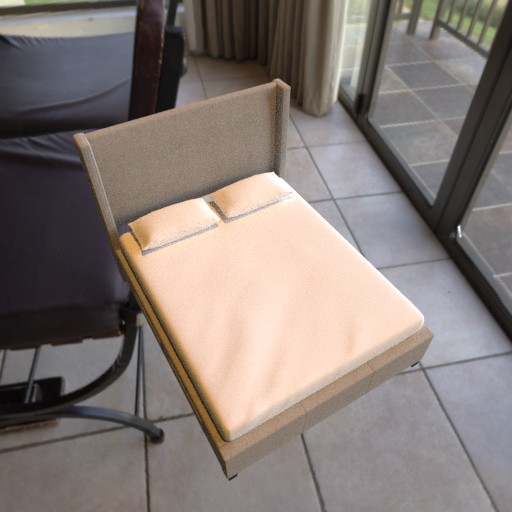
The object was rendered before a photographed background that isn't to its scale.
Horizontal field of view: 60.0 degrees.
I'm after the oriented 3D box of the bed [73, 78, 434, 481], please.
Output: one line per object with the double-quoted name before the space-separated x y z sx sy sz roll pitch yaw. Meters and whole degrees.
"bed" 0.000 0.000 3.386 1.774 1.491 2.222 -23 51 -20
